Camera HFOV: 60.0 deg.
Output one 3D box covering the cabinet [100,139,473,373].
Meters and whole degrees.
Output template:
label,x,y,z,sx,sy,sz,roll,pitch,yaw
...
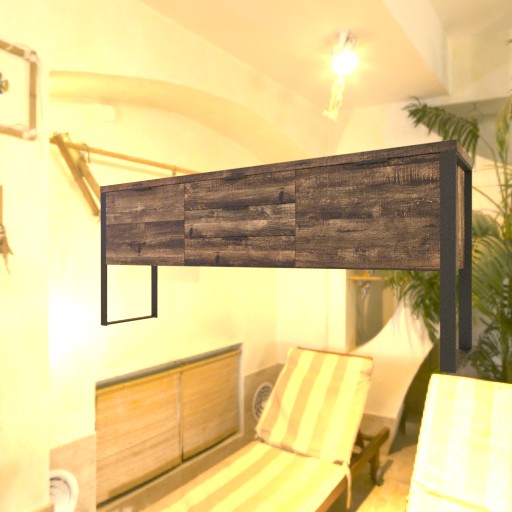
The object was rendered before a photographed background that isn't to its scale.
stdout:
label,x,y,z,sx,sy,sz,roll,pitch,yaw
cabinet,0.000,0.000,2.087,1.800,0.762,0.395,0,0,33
